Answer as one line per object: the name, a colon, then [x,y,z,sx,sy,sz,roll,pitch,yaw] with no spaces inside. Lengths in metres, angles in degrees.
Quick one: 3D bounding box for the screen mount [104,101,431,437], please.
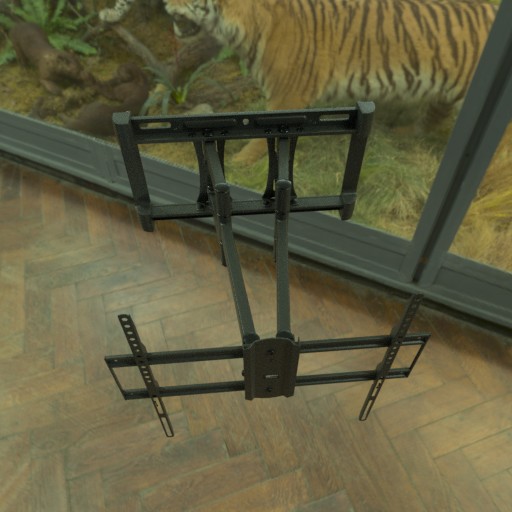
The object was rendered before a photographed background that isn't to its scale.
screen mount: [0.000,0.000,0.912,0.571,0.424,0.556,-4,48,-3]
